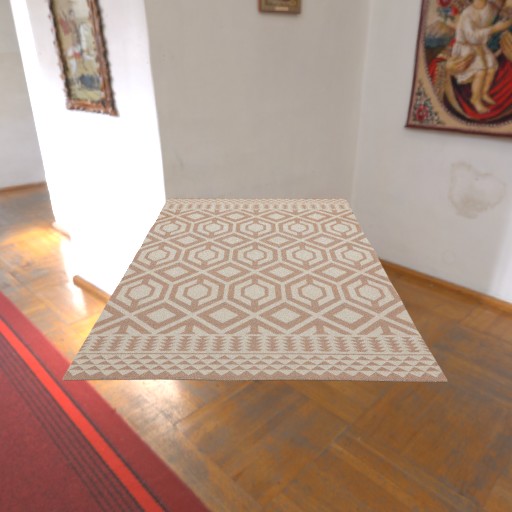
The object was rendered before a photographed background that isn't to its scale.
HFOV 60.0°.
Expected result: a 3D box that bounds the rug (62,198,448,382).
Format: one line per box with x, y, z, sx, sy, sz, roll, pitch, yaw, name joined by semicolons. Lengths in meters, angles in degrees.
0.000;0.000;2.225;1.219;0.008;1.829;0;26;0;rug
